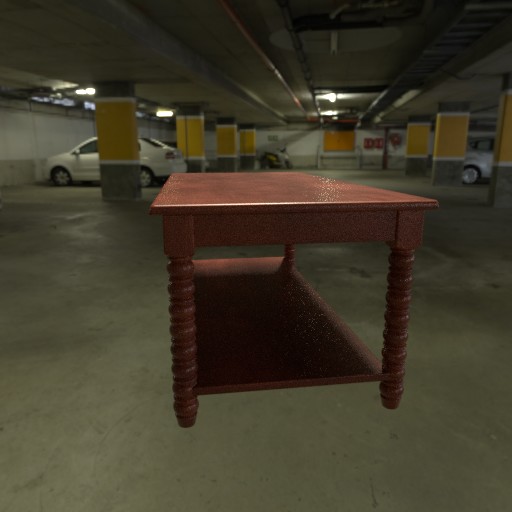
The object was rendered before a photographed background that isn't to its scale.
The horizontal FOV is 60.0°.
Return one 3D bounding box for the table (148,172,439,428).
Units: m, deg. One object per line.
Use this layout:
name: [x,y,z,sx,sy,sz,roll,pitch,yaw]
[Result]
table: [0.000,0.000,1.463,0.580,0.485,1.171,-2,14,-8]
